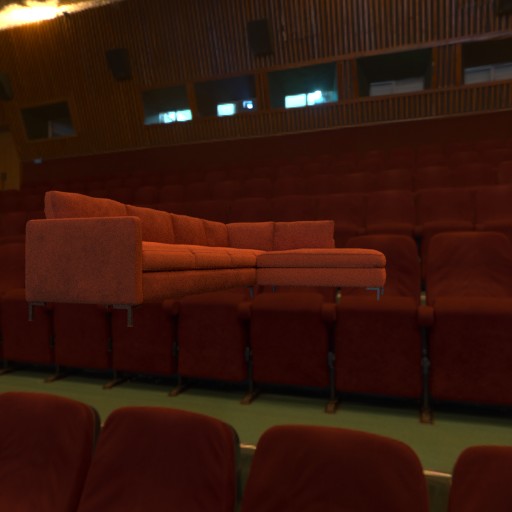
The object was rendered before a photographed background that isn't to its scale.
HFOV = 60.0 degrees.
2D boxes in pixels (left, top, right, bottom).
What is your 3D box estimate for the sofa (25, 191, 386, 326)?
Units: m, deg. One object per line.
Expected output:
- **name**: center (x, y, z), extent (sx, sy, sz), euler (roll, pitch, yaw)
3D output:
- **sofa**: center (0.000, 0.000, 3.487), extent (1.879, 0.757, 2.736), euler (0, -1, 19)
